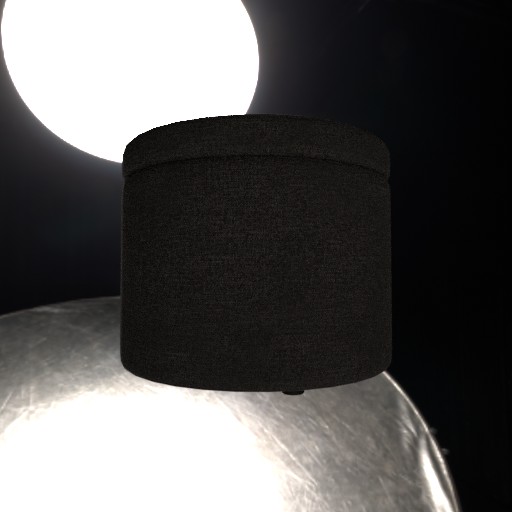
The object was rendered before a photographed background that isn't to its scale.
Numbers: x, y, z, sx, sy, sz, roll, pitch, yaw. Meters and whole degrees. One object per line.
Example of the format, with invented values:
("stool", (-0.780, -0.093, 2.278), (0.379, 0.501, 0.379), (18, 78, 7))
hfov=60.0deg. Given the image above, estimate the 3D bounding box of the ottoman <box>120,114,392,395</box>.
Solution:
("ottoman", (0.000, 0.000, 0.858), (0.500, 0.419, 0.500), (0, -2, 0))
